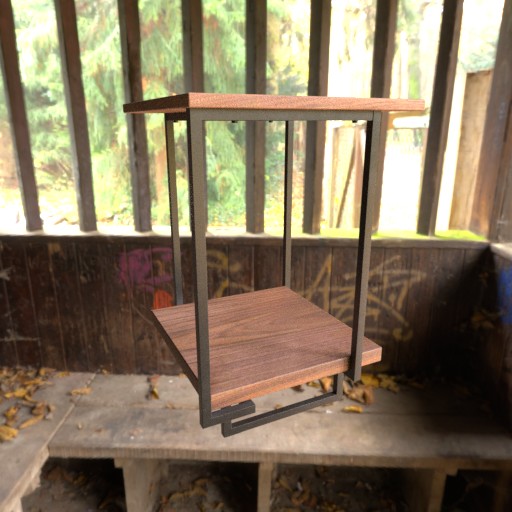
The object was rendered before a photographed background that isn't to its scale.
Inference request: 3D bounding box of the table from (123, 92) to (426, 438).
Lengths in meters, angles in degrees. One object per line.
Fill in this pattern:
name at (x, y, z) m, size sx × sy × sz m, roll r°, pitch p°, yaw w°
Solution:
table at (0.000, 0.000, 0.863) m, size 0.384 × 0.567 × 0.411 m, roll -8°, pitch 19°, yaw -25°
